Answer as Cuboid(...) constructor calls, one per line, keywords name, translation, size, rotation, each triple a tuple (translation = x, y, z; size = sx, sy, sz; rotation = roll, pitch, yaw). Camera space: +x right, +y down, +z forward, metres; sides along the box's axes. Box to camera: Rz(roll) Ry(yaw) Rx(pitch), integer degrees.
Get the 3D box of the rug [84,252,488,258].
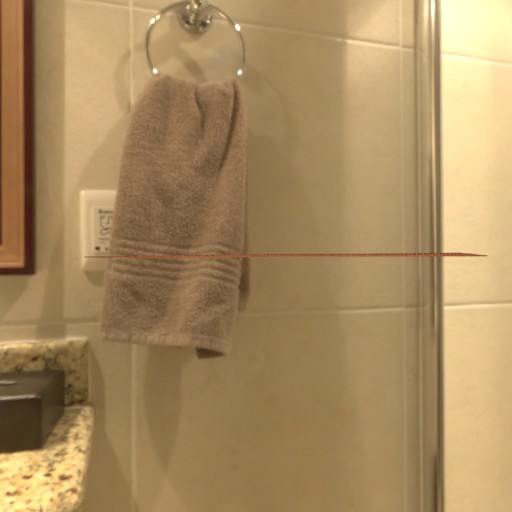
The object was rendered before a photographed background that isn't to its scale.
Cuboid(name="rug", translation=(0.000, 0.000, 2.592), size=(2.353, 0.013, 0.718), rotation=(0, -1, 36))
